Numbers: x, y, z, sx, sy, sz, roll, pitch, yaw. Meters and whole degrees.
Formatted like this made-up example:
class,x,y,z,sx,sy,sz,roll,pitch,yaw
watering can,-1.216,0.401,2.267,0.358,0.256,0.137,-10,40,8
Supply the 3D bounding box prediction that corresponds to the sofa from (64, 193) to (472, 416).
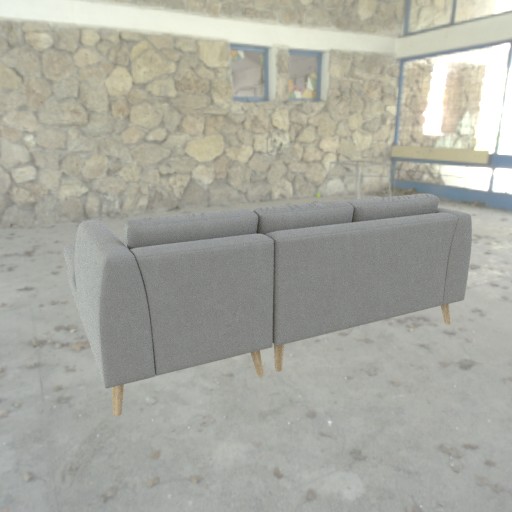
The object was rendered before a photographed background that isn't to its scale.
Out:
class,x,y,z,sx,sy,sz,roll,pitch,yaw
sofa,0.000,0.000,2.999,2.300,0.860,1.580,-8,17,-26
